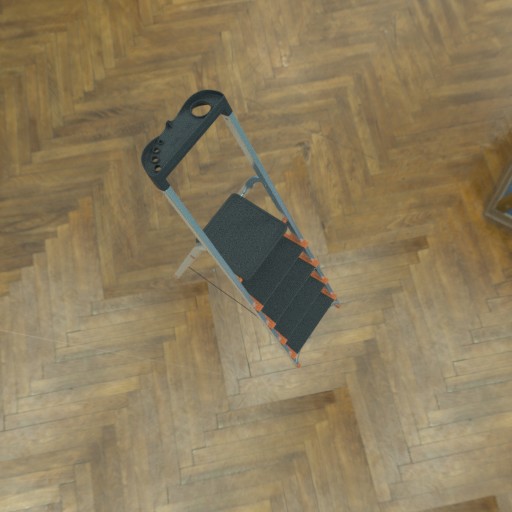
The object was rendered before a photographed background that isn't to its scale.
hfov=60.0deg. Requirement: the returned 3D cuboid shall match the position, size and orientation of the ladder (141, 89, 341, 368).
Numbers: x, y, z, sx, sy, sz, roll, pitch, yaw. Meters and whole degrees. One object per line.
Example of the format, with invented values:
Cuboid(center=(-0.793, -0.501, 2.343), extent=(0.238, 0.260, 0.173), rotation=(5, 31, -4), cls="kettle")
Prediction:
Cuboid(center=(0.000, 0.000, 2.058), extent=(0.995, 1.646, 0.480), rotation=(35, 77, 9), cls="ladder")
